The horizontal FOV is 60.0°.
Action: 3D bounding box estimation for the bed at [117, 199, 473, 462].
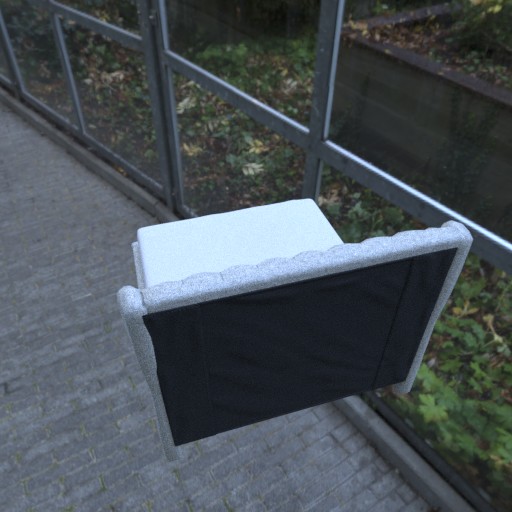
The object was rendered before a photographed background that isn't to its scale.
[{"bbox_3d":[0.000,0.000,3.923,2.219,1.771,2.347,-11,43,-13],"label":"bed"}]
